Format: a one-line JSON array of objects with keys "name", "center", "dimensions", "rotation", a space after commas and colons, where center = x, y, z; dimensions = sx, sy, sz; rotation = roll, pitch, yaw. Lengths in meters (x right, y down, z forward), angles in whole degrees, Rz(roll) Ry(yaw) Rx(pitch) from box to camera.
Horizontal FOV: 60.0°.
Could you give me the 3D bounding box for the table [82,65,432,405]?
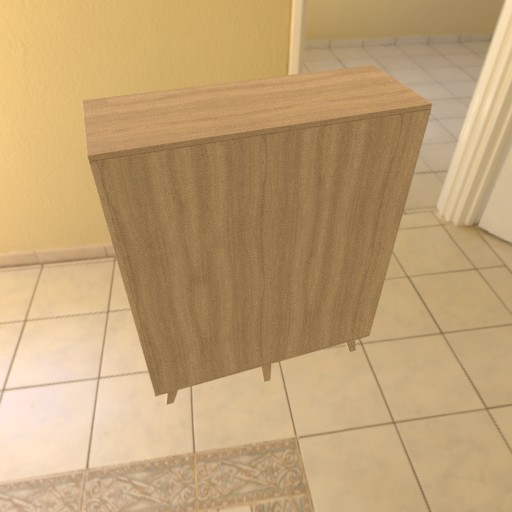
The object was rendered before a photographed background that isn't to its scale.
[{"name": "table", "center": [0.000, 0.000, 1.952], "dimensions": [1.111, 1.388, 0.398], "rotation": [-12, 43, -13]}]
